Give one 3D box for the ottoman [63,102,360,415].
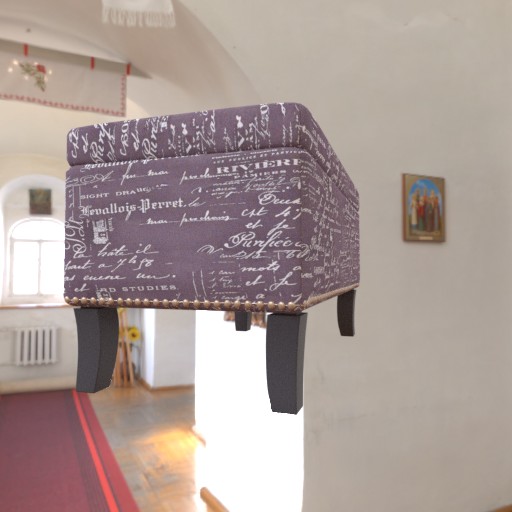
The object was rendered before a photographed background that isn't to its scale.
[{"bbox_3d":[0.000,0.000,1.030,0.406,0.457,0.813,0,-2,18],"label":"ottoman"}]
